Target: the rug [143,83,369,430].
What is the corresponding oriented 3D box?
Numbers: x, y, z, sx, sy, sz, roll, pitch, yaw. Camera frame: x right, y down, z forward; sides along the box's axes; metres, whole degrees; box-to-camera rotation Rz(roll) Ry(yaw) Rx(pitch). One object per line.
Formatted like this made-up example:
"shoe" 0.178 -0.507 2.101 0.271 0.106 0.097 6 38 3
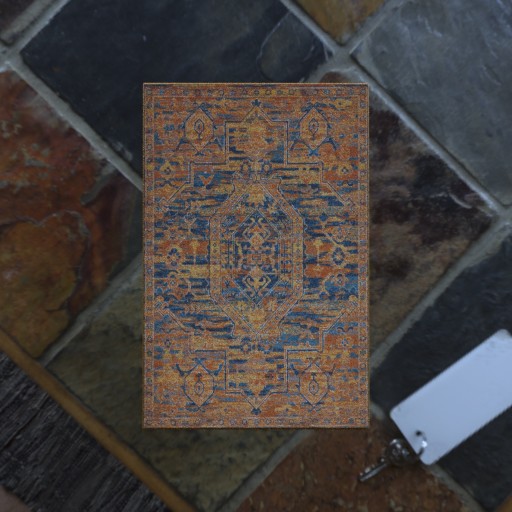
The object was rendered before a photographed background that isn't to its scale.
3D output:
"rug" 0.000 0.000 2.248 1.148 0.013 1.758 0 90 0
